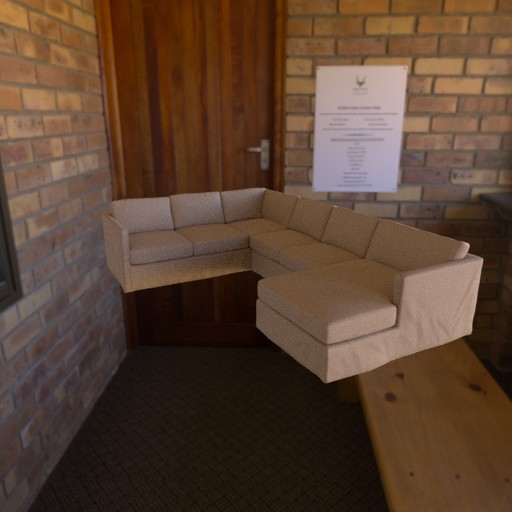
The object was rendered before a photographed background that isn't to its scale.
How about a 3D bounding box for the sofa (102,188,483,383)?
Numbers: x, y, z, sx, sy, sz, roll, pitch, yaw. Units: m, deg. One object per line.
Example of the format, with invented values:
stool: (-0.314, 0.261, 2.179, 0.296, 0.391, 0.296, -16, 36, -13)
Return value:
sofa: (0.000, 0.000, 4.592, 2.427, 0.882, 3.460, -9, 20, -27)
